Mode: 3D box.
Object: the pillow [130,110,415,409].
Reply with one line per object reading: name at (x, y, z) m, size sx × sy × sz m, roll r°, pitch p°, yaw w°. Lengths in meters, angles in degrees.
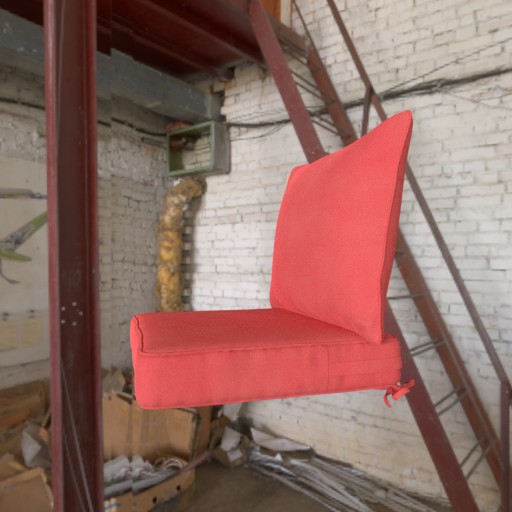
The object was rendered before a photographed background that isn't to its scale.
pillow at (0.000, 0.000, 1.358) m, size 0.733 × 0.725 × 0.798 m, roll 0°, pitch 0°, yaw -17°
